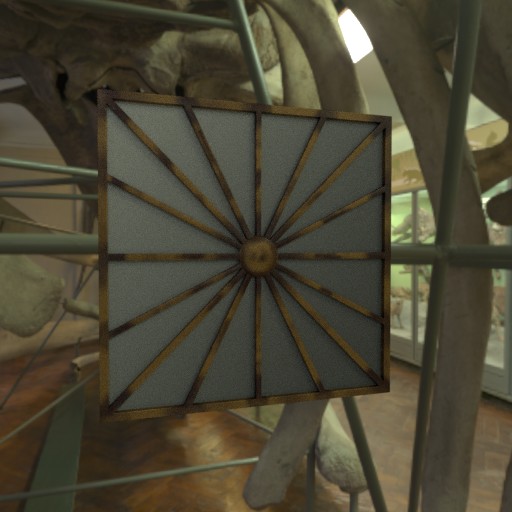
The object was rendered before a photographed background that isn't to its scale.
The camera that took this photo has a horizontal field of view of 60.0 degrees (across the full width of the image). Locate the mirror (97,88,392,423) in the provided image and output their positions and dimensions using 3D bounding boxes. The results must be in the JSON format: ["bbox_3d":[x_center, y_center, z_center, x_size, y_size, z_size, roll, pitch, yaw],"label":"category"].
[{"bbox_3d":[0.000,0.000,0.759,0.509,0.507,0.042,0,1,-16],"label":"mirror"}]
